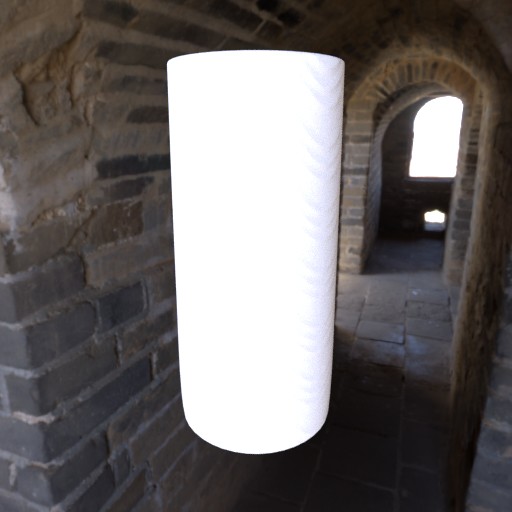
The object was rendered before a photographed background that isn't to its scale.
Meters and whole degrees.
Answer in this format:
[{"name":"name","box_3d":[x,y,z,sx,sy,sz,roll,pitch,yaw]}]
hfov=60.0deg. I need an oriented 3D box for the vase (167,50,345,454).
[{"name":"vase","box_3d":[0.000,0.000,0.394,0.143,0.316,0.143,0,16,0]}]
